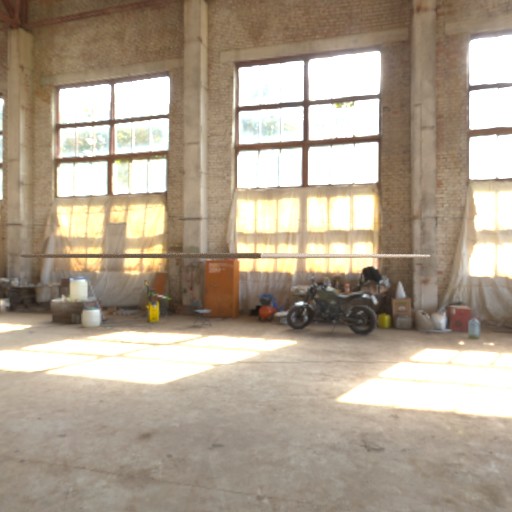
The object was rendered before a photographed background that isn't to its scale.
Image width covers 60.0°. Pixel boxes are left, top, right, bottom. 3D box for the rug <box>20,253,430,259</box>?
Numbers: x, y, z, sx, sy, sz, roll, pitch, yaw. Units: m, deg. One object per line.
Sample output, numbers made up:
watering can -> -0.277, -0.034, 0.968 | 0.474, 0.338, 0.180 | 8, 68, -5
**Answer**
rug -> 0.000, 0.000, 2.683 | 1.525, 0.020, 2.081 | 0, 0, 35
